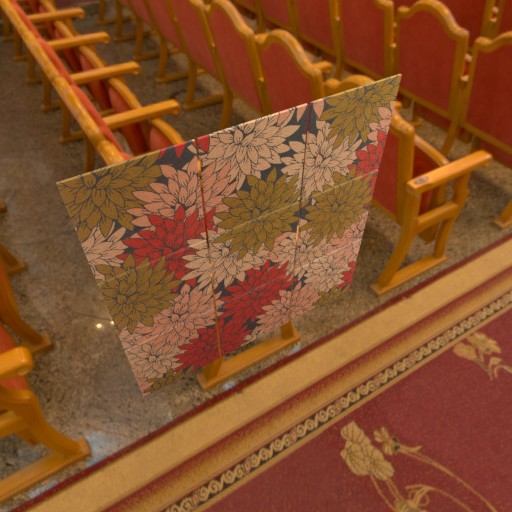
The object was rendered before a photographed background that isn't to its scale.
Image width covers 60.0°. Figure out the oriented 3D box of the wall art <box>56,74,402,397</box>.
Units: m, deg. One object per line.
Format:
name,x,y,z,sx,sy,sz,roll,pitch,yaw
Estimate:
wall art,0.000,0.000,2.272,1.519,1.534,0.013,-24,51,-21
